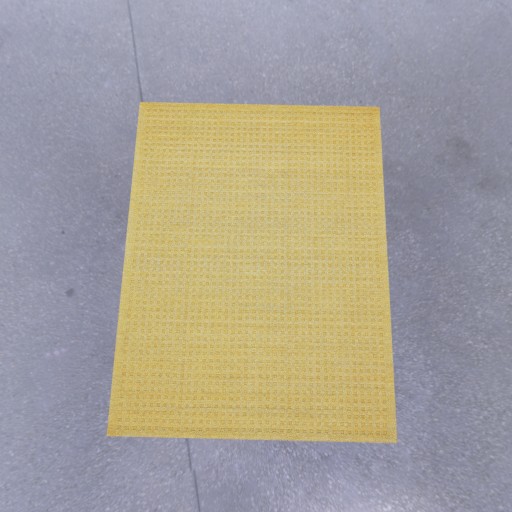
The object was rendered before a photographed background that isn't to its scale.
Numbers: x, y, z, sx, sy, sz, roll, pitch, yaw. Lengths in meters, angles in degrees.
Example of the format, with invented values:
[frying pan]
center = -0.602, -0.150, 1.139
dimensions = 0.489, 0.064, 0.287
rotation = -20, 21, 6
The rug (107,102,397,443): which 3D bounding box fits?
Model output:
[rug]
center = 0.000, 0.000, 4.196
dimensions = 2.486, 0.015, 3.242
rotation = 1, 76, 0
